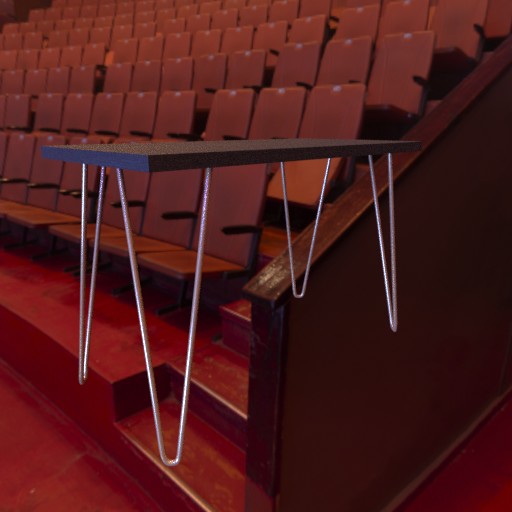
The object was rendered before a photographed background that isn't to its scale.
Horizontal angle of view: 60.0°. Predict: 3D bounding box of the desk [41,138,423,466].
[{"bbox_3d":[0.000,0.000,1.340,0.991,0.660,0.499,-15,22,-42],"label":"desk"}]
